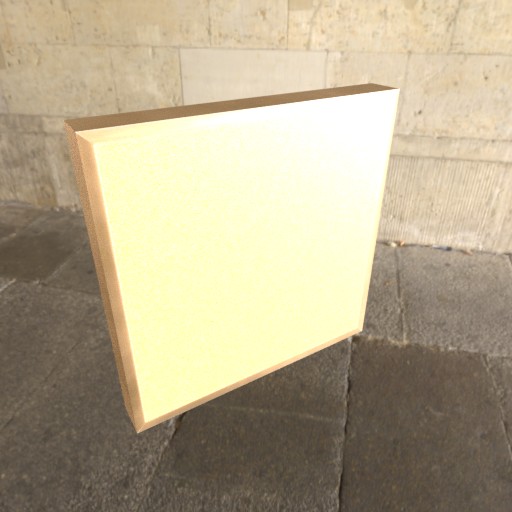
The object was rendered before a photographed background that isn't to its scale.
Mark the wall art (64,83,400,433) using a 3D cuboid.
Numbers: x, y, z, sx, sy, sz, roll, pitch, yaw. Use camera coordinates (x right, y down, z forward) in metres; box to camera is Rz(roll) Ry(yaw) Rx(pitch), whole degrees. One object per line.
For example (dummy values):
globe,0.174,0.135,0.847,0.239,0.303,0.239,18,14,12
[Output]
wall art,0.000,0.000,0.454,0.305,0.303,0.038,-17,34,-27
